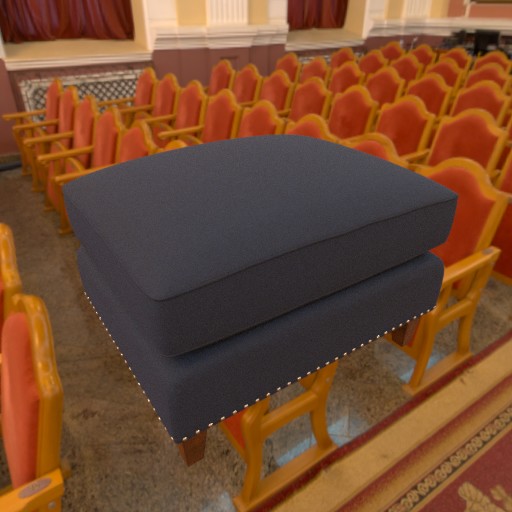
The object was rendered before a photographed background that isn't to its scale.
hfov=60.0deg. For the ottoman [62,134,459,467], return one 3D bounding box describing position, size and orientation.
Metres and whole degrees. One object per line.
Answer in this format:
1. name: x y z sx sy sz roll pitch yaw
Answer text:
1. ottoman: 0.000 0.000 1.102 0.741 0.513 0.584 -18 35 -29
